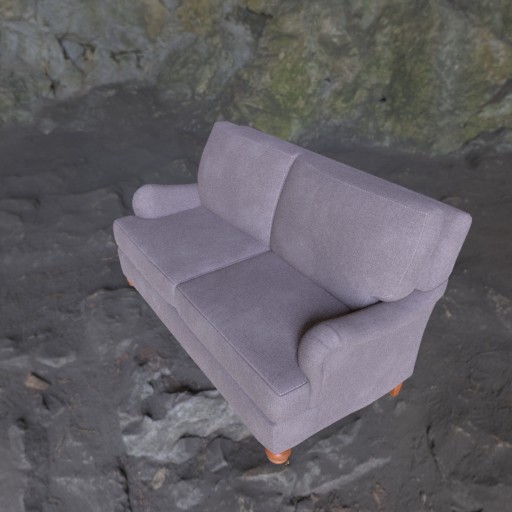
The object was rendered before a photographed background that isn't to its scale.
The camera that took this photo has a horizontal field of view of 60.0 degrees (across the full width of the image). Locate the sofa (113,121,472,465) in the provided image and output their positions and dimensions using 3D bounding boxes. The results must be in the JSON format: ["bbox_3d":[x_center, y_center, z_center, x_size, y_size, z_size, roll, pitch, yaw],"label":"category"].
[{"bbox_3d":[0.000,0.000,2.515,1.084,1.101,1.853,-20,37,-29],"label":"sofa"}]
